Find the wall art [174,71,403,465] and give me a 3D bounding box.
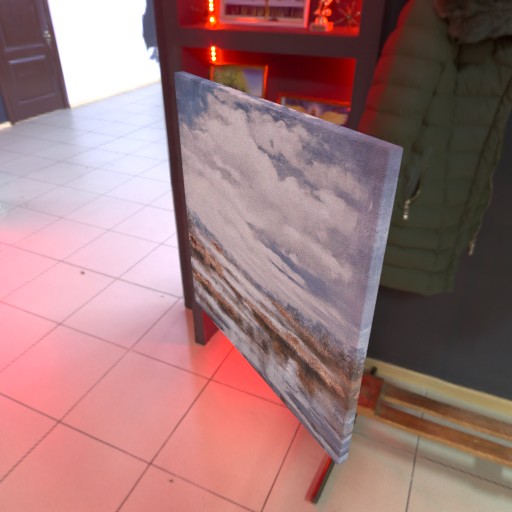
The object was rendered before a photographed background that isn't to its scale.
[{"bbox_3d":[0.000,0.000,1.491,0.040,1.020,1.010,-19,37,-28],"label":"wall art"}]
